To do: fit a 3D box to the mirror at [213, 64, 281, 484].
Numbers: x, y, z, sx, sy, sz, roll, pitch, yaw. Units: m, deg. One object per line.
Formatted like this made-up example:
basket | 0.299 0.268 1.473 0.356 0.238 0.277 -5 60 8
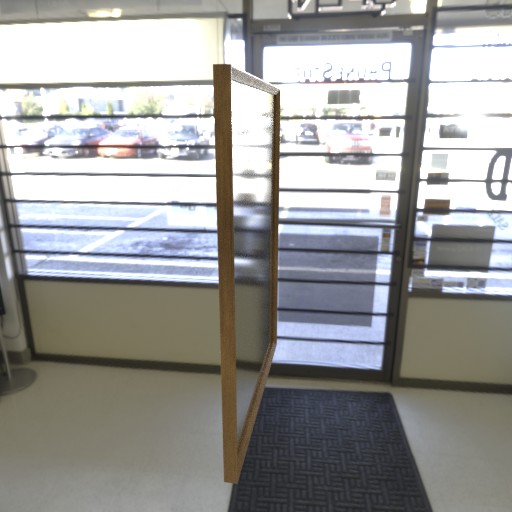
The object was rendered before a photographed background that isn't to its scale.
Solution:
mirror | 0.000 0.000 1.371 0.041 1.016 0.762 3 18 10
